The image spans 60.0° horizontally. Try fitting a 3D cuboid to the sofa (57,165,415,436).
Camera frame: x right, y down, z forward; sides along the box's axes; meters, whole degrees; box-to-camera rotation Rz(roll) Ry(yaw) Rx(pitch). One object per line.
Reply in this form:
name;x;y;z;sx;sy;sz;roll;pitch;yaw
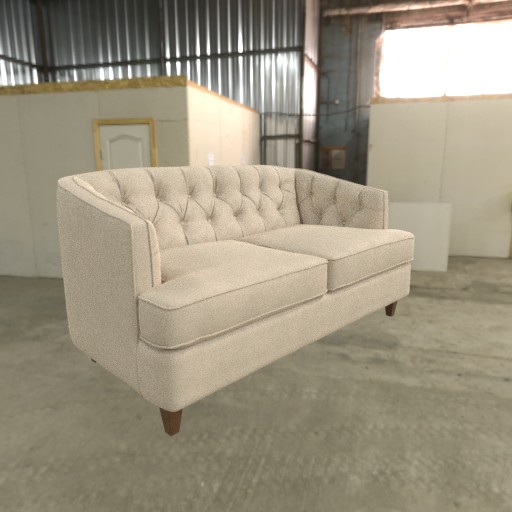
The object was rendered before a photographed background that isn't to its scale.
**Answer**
sofa;0.000;0.000;2.232;0.940;0.878;1.731;12;18;42
